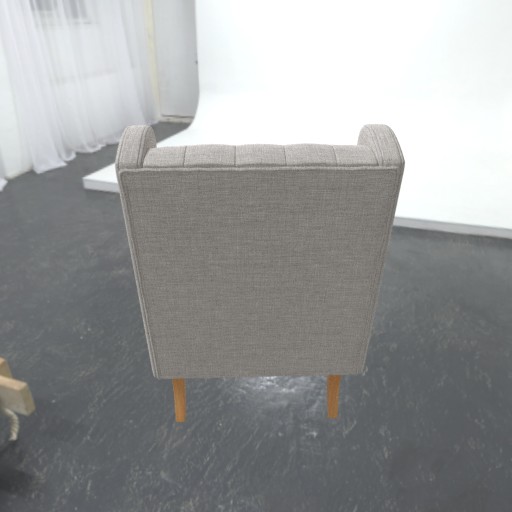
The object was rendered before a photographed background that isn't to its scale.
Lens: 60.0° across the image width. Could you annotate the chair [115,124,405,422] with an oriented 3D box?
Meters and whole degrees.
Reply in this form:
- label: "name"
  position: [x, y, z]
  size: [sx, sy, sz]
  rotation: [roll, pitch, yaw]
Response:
- label: "chair"
  position: [0.000, 0.000, 1.467]
  size: [0.710, 0.930, 0.760]
  rotation: [-1, 28, -2]
